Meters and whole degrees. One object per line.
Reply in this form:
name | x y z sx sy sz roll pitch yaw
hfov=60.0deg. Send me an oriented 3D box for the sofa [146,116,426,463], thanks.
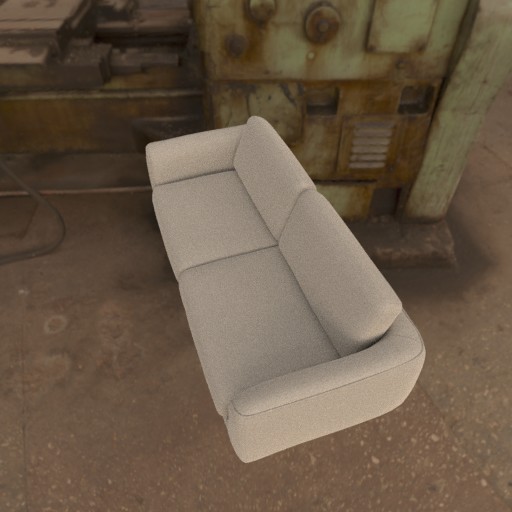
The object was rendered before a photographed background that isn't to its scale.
sofa | 0.000 0.000 2.478 0.920 0.850 2.000 -14 48 -14
